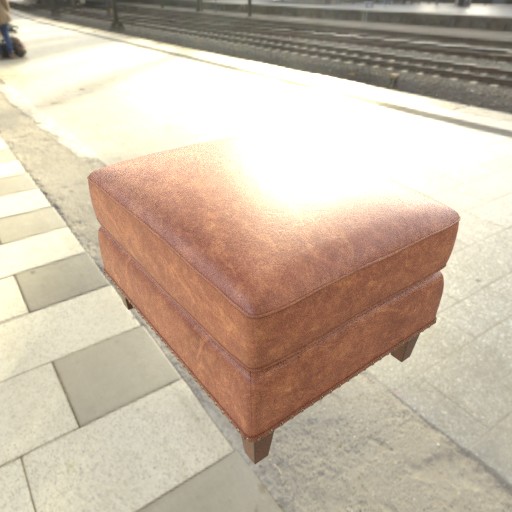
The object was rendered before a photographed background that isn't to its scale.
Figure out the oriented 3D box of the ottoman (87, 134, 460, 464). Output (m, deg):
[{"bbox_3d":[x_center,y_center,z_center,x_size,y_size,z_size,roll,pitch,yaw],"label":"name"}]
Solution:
[{"bbox_3d":[0.000,0.000,1.140,0.586,0.486,0.742,-21,37,-31],"label":"ottoman"}]
